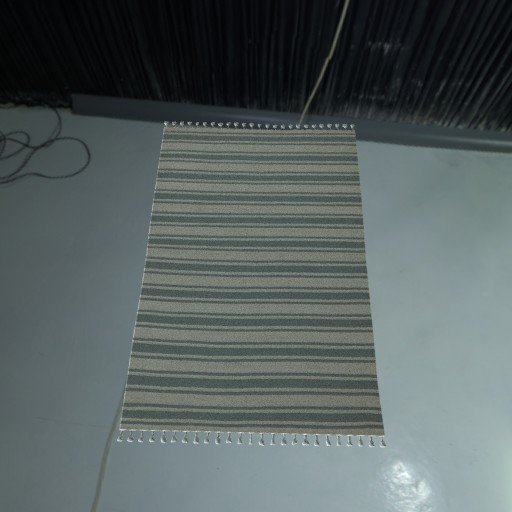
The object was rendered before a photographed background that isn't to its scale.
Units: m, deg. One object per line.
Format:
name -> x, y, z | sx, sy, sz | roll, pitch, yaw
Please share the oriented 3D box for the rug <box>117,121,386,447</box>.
rug -> 0.000, 0.000, 3.062 | 1.539, 0.011, 2.410 | 1, 64, 1
